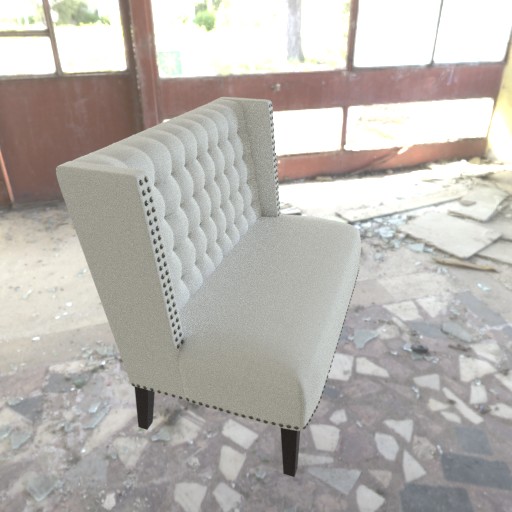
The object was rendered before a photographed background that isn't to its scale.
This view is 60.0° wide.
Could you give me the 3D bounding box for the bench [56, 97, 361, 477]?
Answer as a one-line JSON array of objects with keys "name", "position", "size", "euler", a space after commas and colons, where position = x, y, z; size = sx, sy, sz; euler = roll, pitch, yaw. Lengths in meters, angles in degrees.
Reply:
[{"name": "bench", "position": [0.000, 0.000, 1.995], "size": [0.847, 1.123, 1.280], "euler": [10, 31, 17]}]
